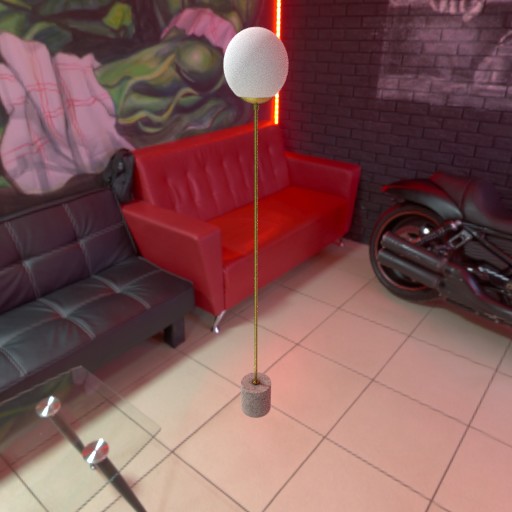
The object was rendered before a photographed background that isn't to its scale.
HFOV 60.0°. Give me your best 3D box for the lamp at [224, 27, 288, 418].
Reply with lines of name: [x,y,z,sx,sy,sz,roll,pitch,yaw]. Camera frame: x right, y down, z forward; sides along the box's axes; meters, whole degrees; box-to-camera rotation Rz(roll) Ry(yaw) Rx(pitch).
lamp: [0.000,0.000,1.904,0.229,1.748,0.229,-8,28,-16]
